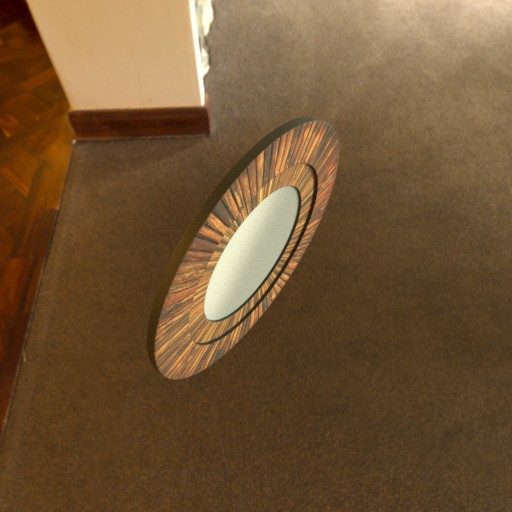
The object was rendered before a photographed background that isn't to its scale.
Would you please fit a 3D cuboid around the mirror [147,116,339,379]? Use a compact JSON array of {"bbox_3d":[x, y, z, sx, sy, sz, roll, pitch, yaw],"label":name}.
[{"bbox_3d":[0.000,0.000,1.667,0.036,1.077,1.077,33,63,19],"label":"mirror"}]
